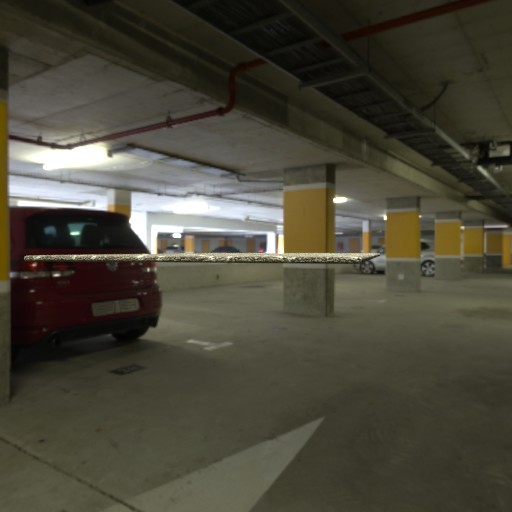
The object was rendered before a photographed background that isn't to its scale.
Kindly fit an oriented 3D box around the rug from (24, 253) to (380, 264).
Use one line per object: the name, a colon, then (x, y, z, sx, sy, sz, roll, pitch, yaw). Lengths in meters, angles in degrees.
rug: (0.000, 0.000, 3.424, 1.778, 0.030, 2.743, 0, 1, 17)
